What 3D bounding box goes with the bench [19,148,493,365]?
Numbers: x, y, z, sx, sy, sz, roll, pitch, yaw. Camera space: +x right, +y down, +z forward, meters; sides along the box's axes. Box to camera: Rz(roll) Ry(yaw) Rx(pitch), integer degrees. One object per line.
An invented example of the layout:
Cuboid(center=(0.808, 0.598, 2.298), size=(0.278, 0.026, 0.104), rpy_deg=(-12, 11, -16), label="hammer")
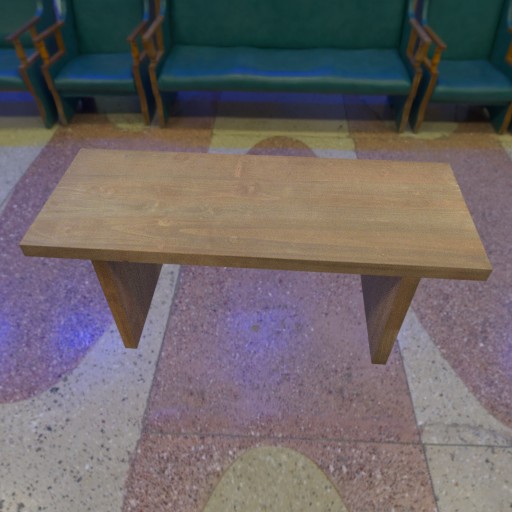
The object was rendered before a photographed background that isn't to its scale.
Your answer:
Cuboid(center=(0.000, 0.000, 1.425), size=(1.183, 0.458, 0.458), rpy_deg=(3, 46, 3), label="bench")
